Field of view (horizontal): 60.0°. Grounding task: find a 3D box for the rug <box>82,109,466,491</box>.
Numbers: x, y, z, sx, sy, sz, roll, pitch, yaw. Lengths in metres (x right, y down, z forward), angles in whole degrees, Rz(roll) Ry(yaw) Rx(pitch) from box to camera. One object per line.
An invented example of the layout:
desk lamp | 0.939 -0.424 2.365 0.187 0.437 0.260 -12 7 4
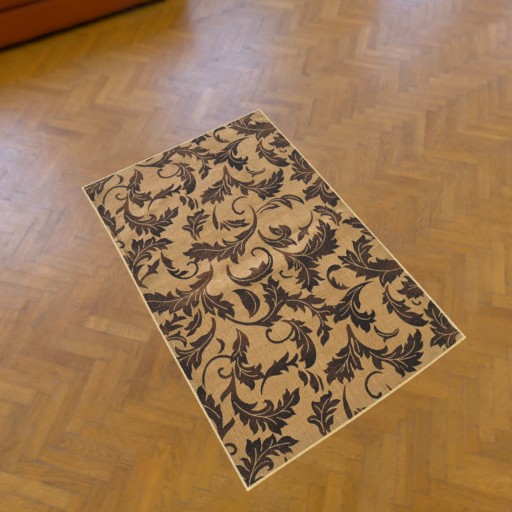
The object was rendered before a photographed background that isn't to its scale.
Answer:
rug | 0.000 0.000 2.892 1.522 0.008 2.284 -29 64 -15
